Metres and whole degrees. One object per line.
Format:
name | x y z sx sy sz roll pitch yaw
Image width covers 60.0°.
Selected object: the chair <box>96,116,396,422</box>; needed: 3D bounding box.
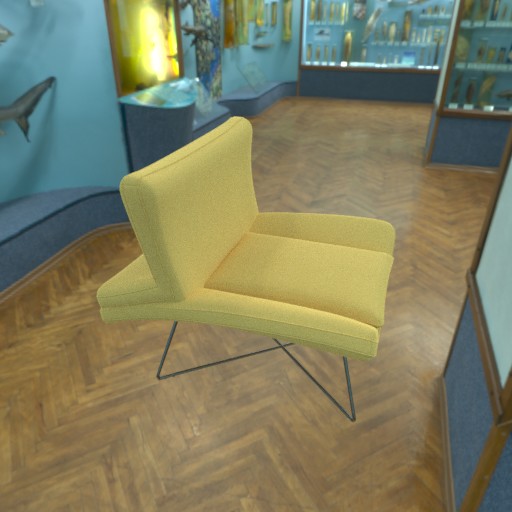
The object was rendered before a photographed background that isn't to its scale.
chair | 0.000 0.000 1.708 1.008 0.855 0.859 10 31 17
